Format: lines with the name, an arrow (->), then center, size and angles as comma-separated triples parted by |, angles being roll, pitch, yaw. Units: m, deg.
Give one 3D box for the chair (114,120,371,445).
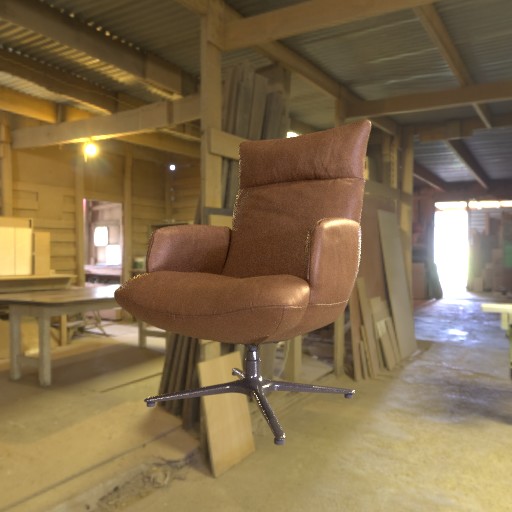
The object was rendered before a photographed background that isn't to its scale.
chair -> 0.000, 0.000, 1.580 | 0.711, 1.027, 0.794 | 0, 0, 35
